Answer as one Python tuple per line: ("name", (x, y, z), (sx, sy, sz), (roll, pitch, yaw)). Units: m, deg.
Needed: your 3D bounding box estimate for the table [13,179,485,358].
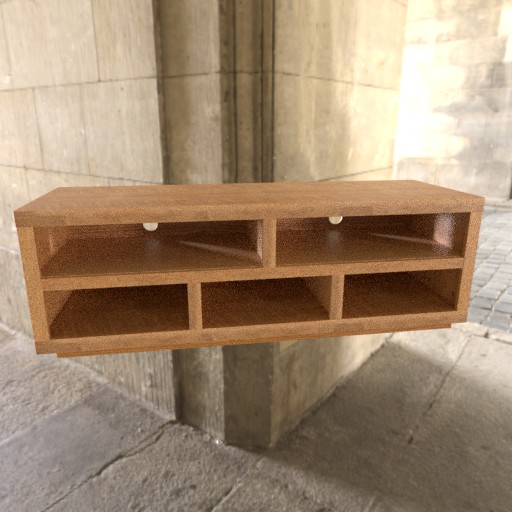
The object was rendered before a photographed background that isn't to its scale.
("table", (0.000, 0.000, 1.697), (1.499, 0.491, 0.499), (-3, 17, -9))
